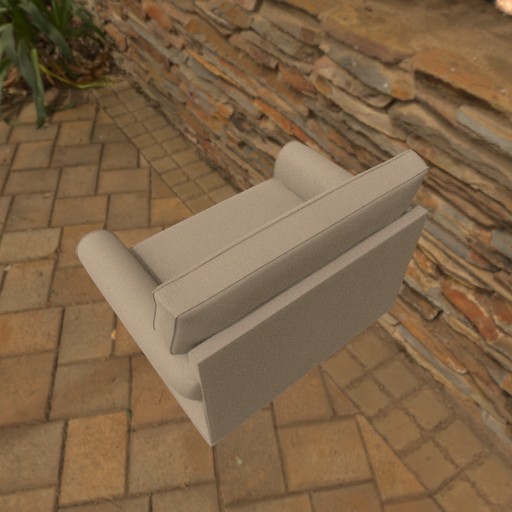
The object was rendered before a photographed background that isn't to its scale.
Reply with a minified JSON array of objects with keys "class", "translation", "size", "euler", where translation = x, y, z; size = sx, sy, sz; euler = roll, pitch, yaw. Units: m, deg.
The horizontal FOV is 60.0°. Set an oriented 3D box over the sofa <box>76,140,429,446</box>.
[{"class":"sofa","translation":[0.000,0.000,2.162],"size":[1.405,1.006,0.937],"euler":[-30,54,-25]}]
